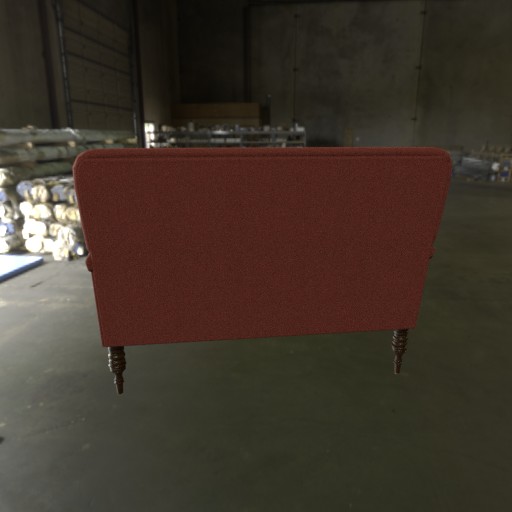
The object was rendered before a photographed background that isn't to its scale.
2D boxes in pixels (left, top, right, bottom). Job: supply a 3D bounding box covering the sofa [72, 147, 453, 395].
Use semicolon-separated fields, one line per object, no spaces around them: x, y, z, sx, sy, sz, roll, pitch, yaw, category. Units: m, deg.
0.000;0.000;1.821;1.297;0.889;0.779;-2;16;-7;sofa
